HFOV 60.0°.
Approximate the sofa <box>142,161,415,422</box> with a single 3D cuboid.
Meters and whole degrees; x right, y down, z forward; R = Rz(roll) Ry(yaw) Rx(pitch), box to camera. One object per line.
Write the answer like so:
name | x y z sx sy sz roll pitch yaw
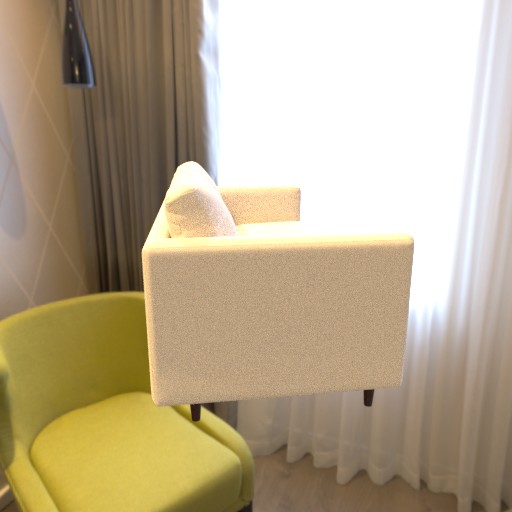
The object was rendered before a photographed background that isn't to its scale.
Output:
sofa | 0.000 0.000 2.269 0.940 0.893 1.713 -2 15 -8
